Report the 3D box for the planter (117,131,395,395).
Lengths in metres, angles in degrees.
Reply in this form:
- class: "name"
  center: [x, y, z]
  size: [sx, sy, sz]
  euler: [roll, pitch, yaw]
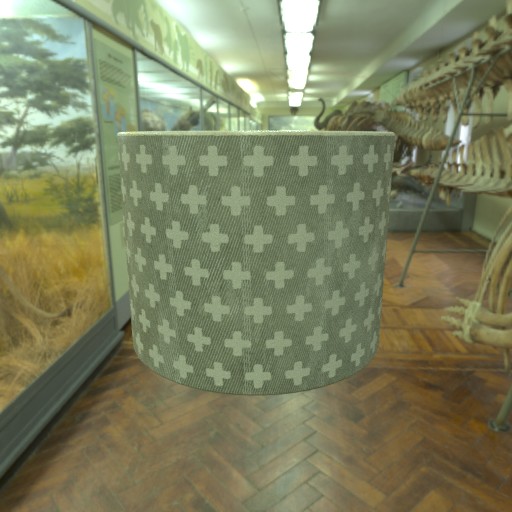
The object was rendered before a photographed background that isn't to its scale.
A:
- class: "planter"
  center: [0.000, 0.000, 0.339]
  size: [0.190, 0.181, 0.190]
  euler: [0, 15, 0]
